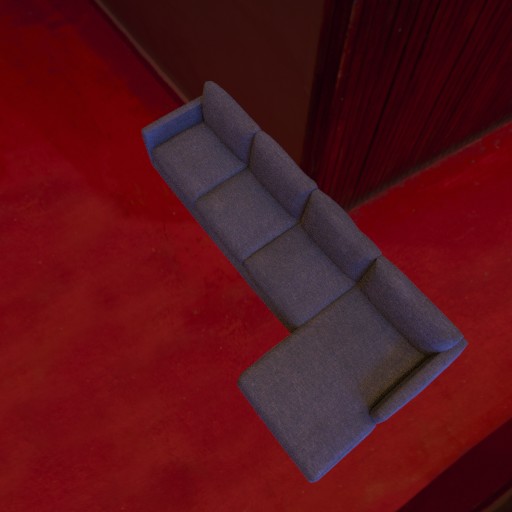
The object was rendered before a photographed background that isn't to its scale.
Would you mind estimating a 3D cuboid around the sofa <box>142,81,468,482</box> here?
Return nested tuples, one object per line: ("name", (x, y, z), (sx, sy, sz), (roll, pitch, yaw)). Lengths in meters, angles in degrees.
("sofa", (0.000, 0.000, 3.402), (1.350, 0.810, 2.932), (-35, 69, -15))
